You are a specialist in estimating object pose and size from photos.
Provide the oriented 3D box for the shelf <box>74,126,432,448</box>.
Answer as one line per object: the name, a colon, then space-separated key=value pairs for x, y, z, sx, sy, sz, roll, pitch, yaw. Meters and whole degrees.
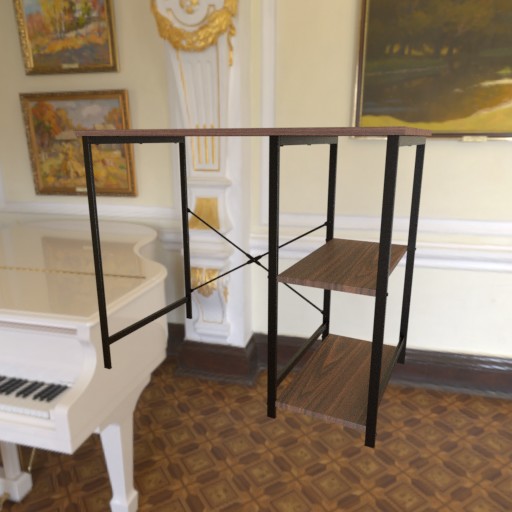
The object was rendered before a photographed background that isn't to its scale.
shelf: x=0.000 y=0.000 z=1.372 sx=0.902 sy=0.750 sz=0.498 roll=7 pitch=17 yaw=26
